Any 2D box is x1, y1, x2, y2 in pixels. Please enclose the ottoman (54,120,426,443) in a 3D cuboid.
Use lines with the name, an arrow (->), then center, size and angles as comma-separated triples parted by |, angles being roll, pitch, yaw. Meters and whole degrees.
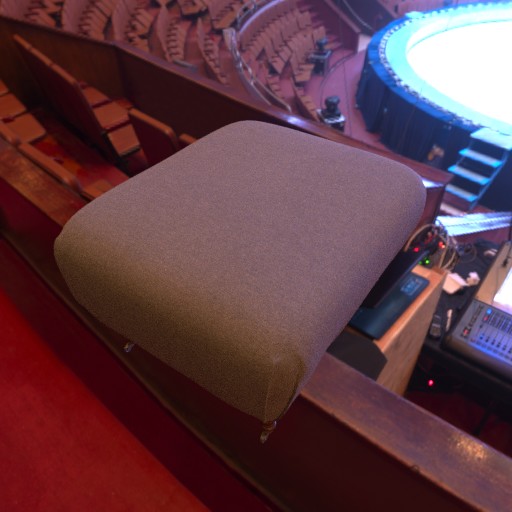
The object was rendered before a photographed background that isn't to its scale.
ottoman -> 0.000, 0.000, 1.129 | 0.622, 0.450, 0.747 | 24, 46, 26
